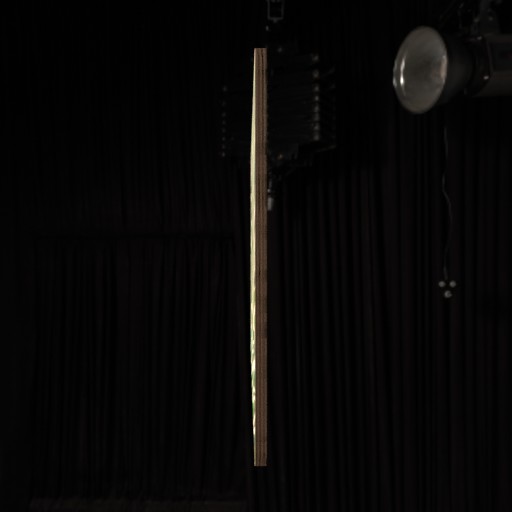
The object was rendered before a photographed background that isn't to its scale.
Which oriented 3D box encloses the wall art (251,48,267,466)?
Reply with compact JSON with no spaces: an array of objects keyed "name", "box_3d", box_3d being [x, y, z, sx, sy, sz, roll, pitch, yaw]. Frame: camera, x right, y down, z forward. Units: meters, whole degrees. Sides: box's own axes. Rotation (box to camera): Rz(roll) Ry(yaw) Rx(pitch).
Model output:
[{"name":"wall art","box_3d":[0.000,0.000,0.687,0.012,0.408,0.508,0,0,-1]}]
